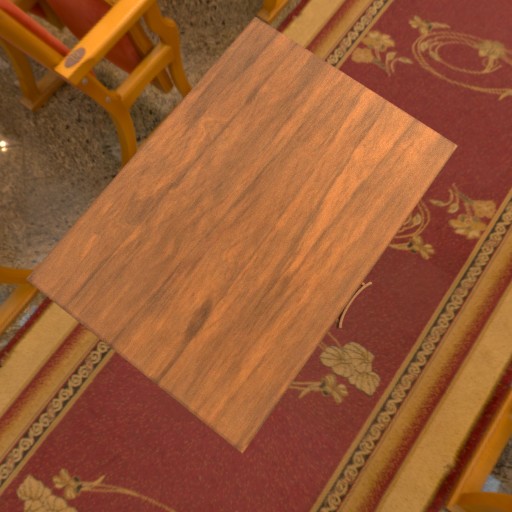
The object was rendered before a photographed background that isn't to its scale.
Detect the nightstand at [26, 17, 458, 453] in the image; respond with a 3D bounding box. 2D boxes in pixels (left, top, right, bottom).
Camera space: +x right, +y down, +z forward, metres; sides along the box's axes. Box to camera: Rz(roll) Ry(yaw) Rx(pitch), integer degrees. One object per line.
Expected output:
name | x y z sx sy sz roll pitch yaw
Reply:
nightstand | 0.000 0.000 1.025 0.458 0.610 0.610 36 80 8
